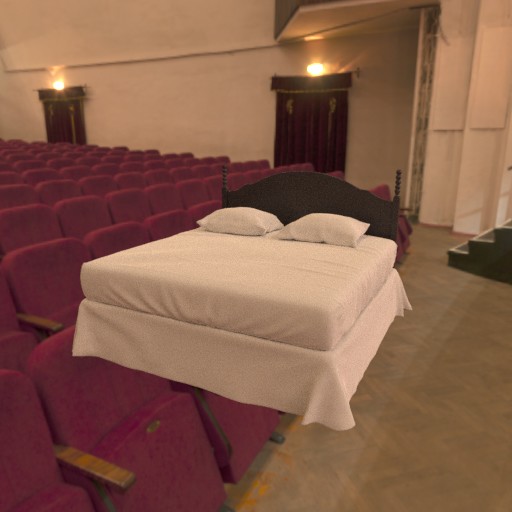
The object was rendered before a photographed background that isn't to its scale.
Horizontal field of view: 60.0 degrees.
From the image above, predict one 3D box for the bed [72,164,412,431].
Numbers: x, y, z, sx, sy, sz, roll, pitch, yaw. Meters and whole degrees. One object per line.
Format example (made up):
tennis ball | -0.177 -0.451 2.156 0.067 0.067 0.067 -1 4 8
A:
bed | 0.000 0.000 3.716 2.322 1.355 2.219 7 17 26
